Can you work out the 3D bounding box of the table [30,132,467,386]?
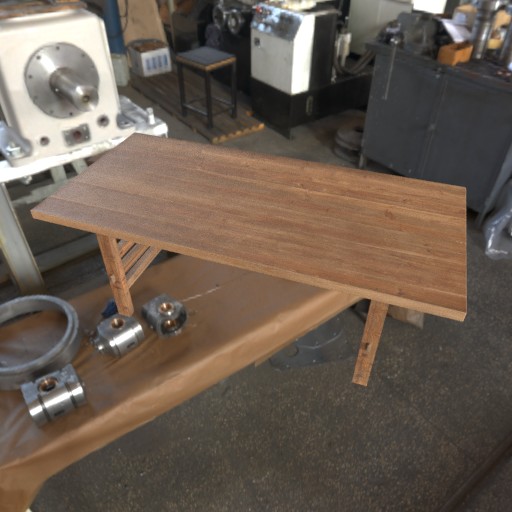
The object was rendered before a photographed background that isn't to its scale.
[{"bbox_3d":[0.000,0.000,2.490,2.003,0.760,0.952,13,42,15],"label":"table"}]
